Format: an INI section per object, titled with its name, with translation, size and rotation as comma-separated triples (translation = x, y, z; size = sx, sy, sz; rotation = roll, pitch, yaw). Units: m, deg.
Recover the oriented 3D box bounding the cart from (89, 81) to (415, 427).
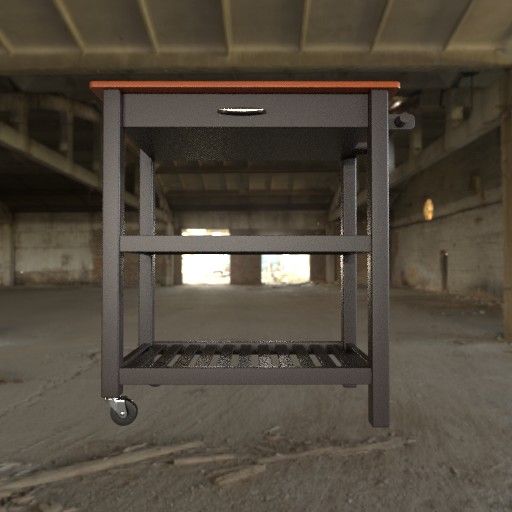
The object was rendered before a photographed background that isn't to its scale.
[cart]
translation = 0.000, 0.000, 1.406
size = 0.899, 0.927, 0.457
rotation = 0, -1, 0
